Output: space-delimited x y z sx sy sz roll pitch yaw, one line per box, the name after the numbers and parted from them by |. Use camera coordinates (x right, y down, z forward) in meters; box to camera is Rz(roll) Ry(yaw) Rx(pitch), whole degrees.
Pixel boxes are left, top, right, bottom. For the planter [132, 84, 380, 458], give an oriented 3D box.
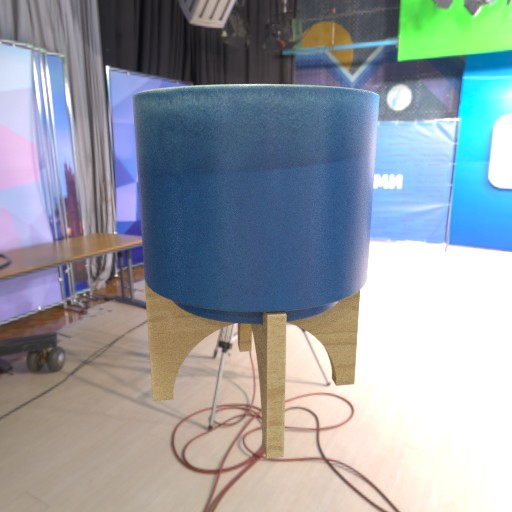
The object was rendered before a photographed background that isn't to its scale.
0.000 0.000 0.390 0.192 0.263 0.192 0 15 0 | planter
